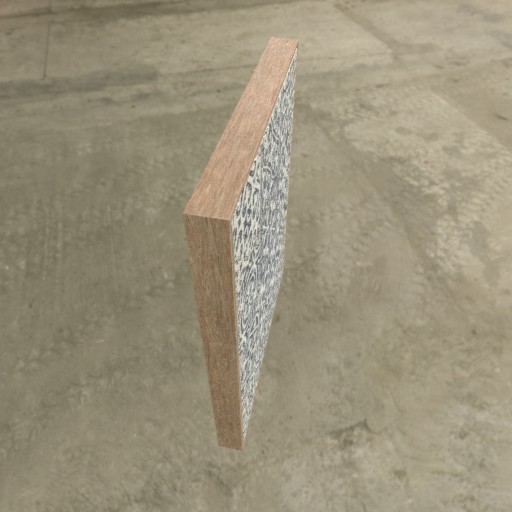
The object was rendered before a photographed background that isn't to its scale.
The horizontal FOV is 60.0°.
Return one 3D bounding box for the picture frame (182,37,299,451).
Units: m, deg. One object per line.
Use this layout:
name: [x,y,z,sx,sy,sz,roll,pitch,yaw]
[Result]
picture frame: [0.000,0.000,0.721,0.043,0.526,0.424,9,46,8]
